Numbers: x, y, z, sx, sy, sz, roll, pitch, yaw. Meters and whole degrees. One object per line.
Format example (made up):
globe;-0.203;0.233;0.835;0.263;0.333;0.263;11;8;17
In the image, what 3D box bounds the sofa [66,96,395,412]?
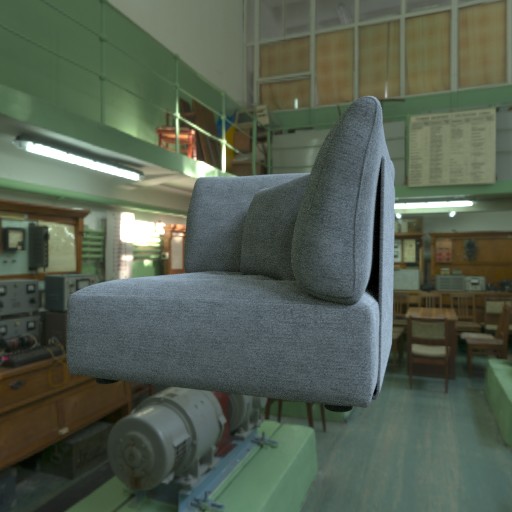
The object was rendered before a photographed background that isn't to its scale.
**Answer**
sofa;0.000;0.000;1.712;1.000;0.820;1.000;0;0;20
